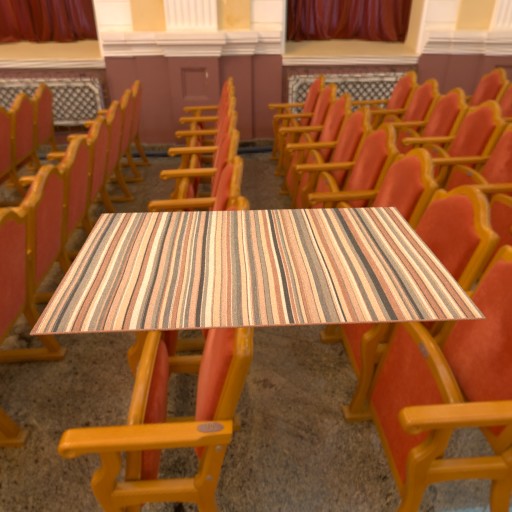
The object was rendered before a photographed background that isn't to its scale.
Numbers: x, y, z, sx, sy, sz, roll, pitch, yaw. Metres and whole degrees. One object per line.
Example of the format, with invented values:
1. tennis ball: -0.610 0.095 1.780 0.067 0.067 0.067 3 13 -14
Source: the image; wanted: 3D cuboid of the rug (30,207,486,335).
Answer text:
1. rug: 0.000 0.000 3.021 2.438 0.014 1.523 -2 30 -3
